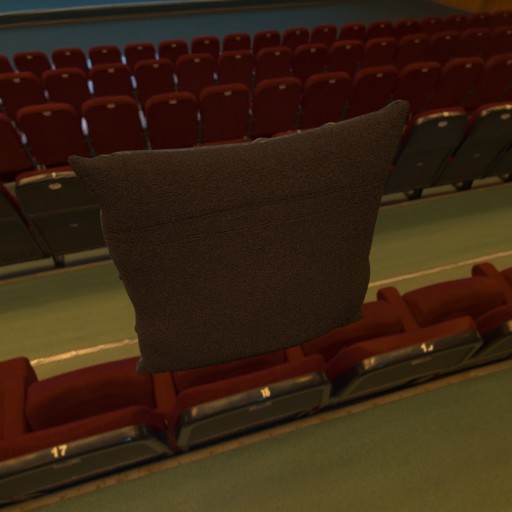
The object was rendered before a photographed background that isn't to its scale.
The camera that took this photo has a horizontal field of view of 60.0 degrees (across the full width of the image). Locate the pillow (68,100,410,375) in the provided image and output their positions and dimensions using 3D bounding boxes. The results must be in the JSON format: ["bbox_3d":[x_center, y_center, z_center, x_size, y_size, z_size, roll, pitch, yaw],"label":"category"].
[{"bbox_3d":[0.000,0.000,0.681,0.439,0.440,0.183,-12,45,-13],"label":"pillow"}]
